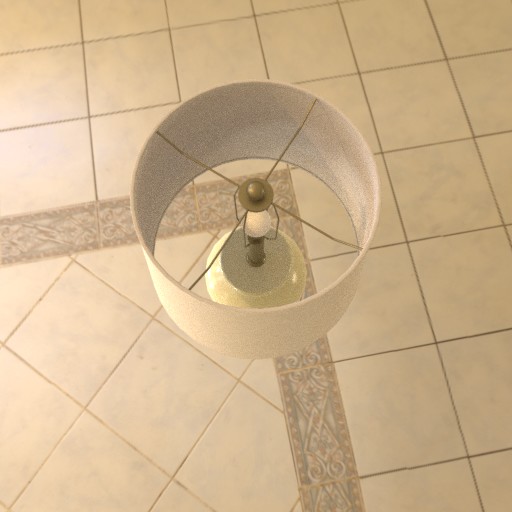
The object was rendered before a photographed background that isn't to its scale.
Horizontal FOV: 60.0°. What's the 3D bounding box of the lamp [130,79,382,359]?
[{"bbox_3d":[0.000,0.000,0.523,0.239,0.399,0.239,0,75,0],"label":"lamp"}]
